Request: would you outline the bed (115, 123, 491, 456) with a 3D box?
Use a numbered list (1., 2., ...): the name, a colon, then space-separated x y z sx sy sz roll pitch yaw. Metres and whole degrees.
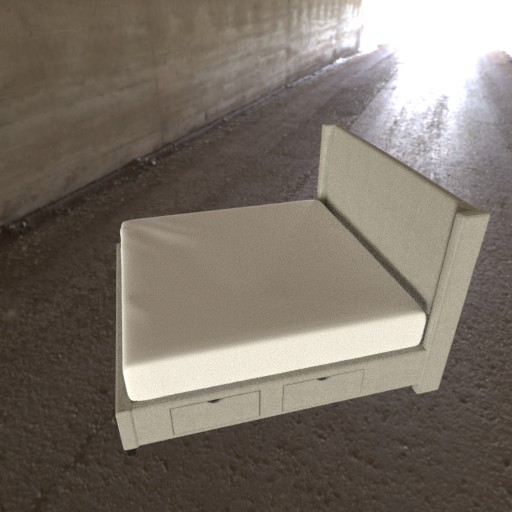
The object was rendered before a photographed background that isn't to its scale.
1. bed: 0.000 0.000 3.585 2.280 1.470 2.140 -8 32 -13
